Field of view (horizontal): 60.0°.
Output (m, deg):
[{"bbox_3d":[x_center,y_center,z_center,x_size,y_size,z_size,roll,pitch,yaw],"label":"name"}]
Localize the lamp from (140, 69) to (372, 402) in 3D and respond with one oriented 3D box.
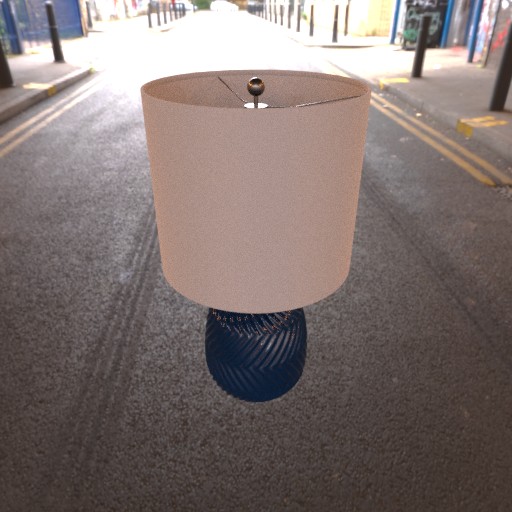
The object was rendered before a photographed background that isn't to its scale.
[{"bbox_3d":[0.000,0.000,0.488,0.203,0.368,0.203,20,35,30],"label":"lamp"}]
